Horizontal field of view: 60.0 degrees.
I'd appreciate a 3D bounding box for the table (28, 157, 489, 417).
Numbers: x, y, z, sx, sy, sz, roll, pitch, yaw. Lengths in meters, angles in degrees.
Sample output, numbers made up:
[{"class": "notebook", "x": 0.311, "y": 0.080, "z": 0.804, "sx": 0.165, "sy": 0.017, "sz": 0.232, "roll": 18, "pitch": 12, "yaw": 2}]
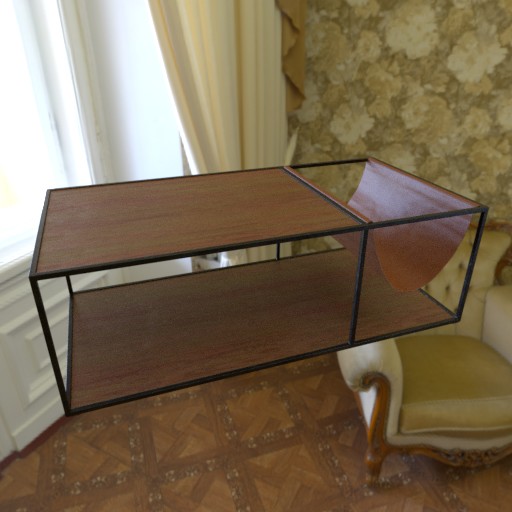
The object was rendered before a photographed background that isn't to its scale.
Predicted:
[{"class": "table", "x": 0.000, "y": 0.000, "z": 1.424, "sx": 1.199, "sy": 0.403, "sz": 0.597, "roll": -9, "pitch": 28, "yaw": -17}]
